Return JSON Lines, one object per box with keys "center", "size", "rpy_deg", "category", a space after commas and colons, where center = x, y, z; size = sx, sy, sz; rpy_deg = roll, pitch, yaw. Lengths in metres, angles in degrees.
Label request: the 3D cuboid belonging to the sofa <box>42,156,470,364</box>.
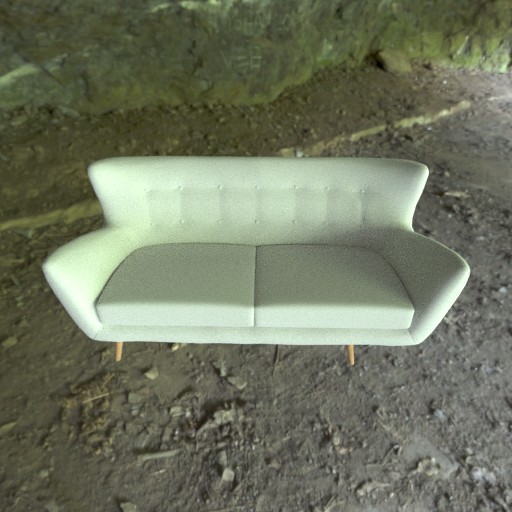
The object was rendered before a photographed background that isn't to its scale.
{"center": [0.000, 0.000, 2.404], "size": [1.930, 0.890, 0.899], "rpy_deg": [1, 30, 1], "category": "sofa"}
